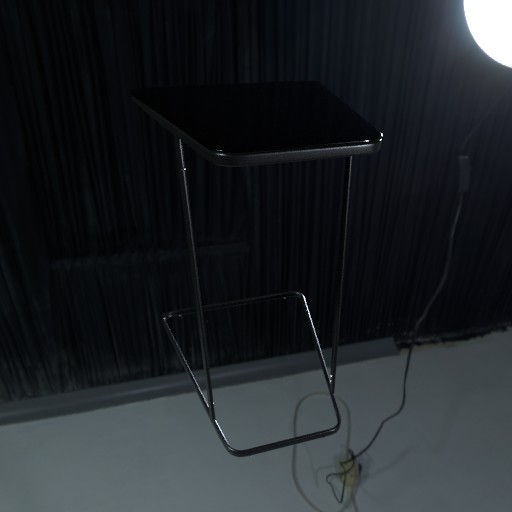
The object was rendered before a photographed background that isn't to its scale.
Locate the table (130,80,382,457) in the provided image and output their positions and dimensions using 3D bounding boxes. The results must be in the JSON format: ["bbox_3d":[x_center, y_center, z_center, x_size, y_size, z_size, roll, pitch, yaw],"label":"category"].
[{"bbox_3d":[0.000,0.000,0.956,0.427,0.624,0.500,-8,31,-14],"label":"table"}]
